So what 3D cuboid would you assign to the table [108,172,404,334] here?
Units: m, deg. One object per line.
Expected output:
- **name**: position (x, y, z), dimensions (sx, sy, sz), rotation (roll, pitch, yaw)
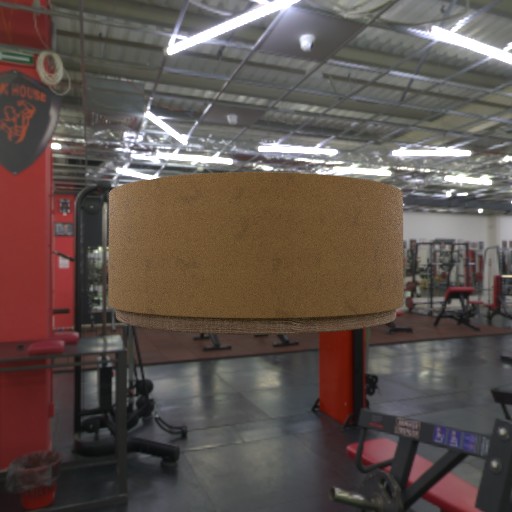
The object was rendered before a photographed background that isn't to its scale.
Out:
- **table**: position (0.000, 0.000, 1.587), dimensions (1.001, 0.409, 1.001), rotation (0, -1, 0)
